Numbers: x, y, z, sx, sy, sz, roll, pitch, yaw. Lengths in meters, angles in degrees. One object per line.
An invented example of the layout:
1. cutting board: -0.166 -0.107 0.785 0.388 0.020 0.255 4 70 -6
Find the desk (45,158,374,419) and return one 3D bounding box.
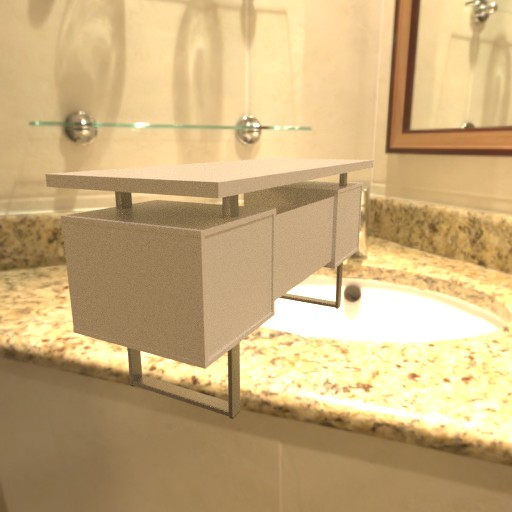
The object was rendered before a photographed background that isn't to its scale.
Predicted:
1. desk: 0.000 0.000 1.921 0.603 0.773 1.530 7 16 27
